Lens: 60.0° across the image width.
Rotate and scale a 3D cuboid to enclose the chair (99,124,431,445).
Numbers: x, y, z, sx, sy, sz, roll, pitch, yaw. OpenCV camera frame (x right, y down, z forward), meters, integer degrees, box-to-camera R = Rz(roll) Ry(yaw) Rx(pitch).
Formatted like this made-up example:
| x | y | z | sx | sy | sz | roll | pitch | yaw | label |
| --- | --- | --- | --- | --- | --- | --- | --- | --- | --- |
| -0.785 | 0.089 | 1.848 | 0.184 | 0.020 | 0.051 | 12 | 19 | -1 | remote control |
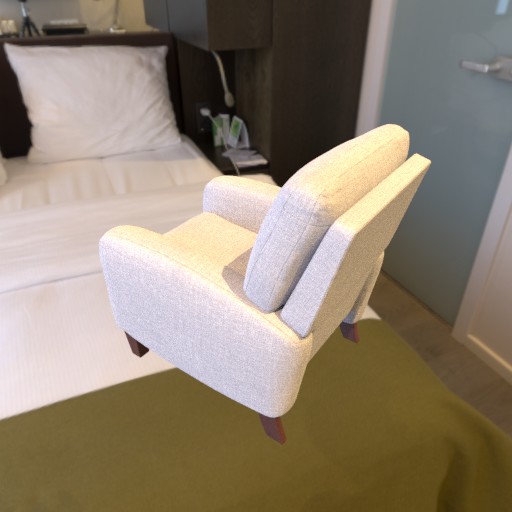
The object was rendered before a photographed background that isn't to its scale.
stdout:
| x | y | z | sx | sy | sz | roll | pitch | yaw | label |
| --- | --- | --- | --- | --- | --- | --- | --- | --- | --- |
| 0.000 | 0.000 | 1.695 | 0.990 | 0.990 | 0.762 | 21 | 38 | 29 | chair |
